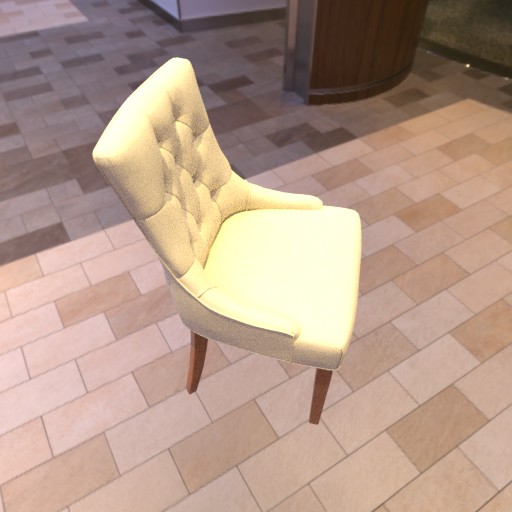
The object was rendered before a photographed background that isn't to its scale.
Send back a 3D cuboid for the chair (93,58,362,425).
[{"bbox_3d":[0.000,0.000,1.209,0.565,0.874,0.509,9,47,9],"label":"chair"}]
